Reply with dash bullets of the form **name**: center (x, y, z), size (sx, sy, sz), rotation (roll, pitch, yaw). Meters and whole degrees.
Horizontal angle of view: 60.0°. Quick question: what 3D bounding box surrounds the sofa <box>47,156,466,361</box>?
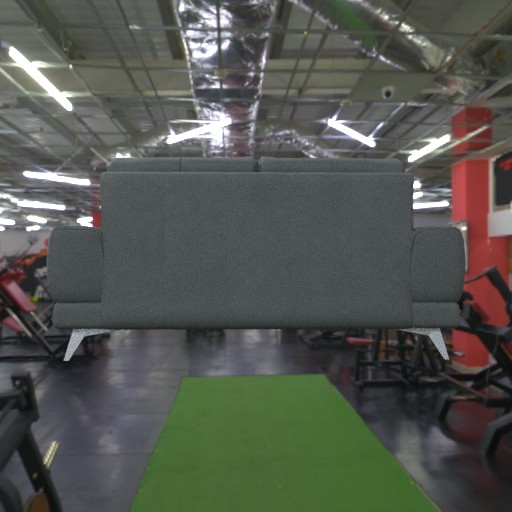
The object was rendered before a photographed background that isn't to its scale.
- **sofa**: center (0.000, 0.000, 2.357), size (1.806, 0.907, 1.018), rotation (0, -1, -1)
